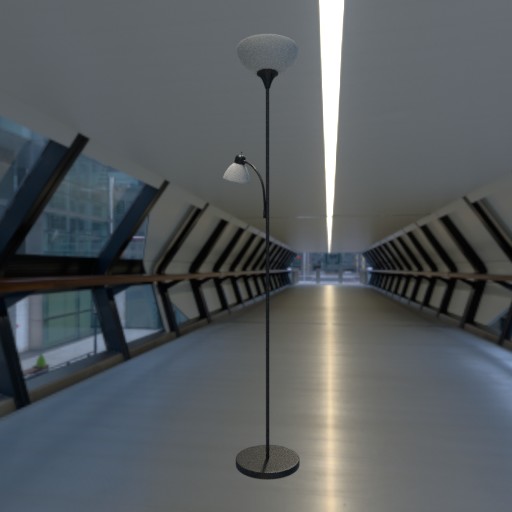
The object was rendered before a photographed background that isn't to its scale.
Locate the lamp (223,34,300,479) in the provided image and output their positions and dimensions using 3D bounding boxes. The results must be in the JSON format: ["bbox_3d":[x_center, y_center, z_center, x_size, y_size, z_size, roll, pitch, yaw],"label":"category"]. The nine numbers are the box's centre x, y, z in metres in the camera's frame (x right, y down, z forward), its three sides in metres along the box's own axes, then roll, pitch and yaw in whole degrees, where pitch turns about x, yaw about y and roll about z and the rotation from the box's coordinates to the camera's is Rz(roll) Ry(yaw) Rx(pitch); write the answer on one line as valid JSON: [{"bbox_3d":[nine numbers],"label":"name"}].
[{"bbox_3d":[0.000,0.000,1.997,0.279,1.804,0.442,1,-1,-36],"label":"lamp"}]
